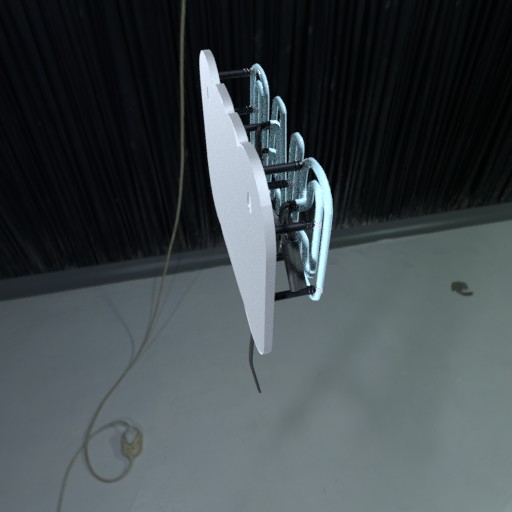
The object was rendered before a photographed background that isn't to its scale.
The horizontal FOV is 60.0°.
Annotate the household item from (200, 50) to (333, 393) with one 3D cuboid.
[{"bbox_3d":[0.000,0.000,0.384,0.042,0.294,0.211,-10,47,-10],"label":"household item"}]
